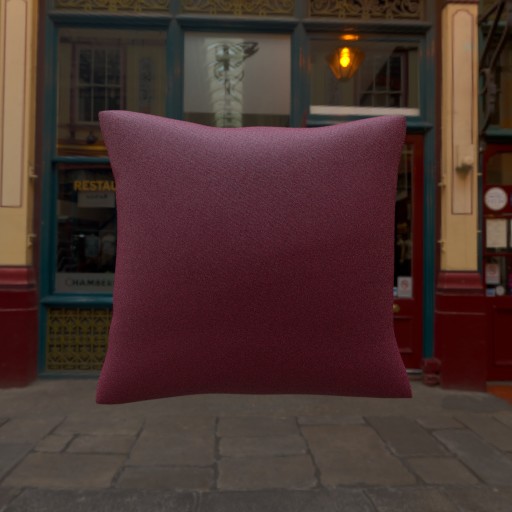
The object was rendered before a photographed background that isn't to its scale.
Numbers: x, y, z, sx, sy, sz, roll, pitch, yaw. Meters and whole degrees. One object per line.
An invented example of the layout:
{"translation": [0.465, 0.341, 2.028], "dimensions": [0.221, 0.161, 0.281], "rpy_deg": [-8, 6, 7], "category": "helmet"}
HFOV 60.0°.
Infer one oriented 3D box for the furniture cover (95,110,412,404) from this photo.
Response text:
{"translation": [0.000, 0.000, 0.778], "dimensions": [0.552, 0.509, 0.193], "rpy_deg": [0, -2, -3], "category": "furniture cover"}
